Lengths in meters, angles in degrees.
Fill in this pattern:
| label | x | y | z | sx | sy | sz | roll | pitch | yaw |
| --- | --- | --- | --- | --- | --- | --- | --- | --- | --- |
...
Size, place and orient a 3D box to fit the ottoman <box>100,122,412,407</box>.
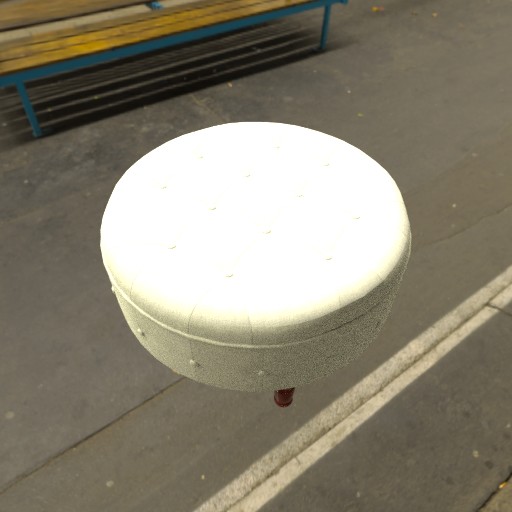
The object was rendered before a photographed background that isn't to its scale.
| label | x | y | z | sx | sy | sz | roll | pitch | yaw |
| --- | --- | --- | --- | --- | --- | --- | --- | --- | --- |
| ottoman | 0.000 | 0.000 | 1.364 | 0.850 | 0.483 | 0.850 | 0 | 47 | 0 |
